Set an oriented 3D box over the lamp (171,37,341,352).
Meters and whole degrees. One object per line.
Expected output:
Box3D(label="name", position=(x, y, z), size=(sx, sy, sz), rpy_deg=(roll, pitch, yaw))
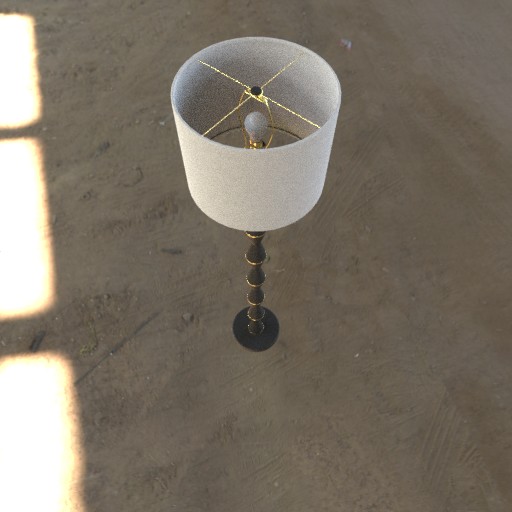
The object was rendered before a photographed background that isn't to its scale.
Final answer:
Box3D(label="lamp", position=(0.000, 0.000, 1.629), size=(0.381, 1.480, 0.381), rpy_deg=(35, 66, 19))
